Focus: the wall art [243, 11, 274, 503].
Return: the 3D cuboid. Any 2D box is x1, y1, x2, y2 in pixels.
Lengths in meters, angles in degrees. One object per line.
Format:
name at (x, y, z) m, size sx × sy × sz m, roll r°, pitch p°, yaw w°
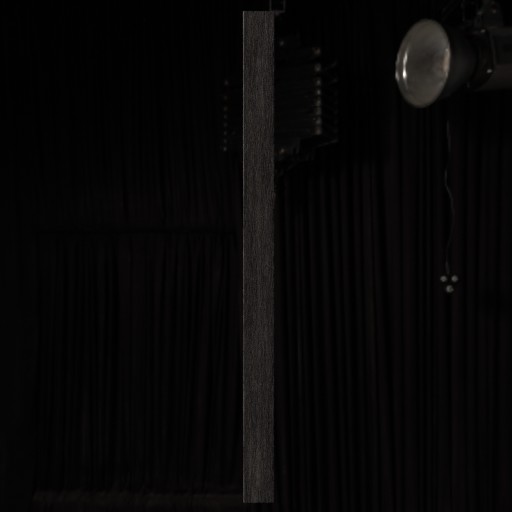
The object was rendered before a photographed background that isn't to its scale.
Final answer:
wall art at (0.000, 0.000, 1.297) m, size 0.063 × 1.016 × 0.762 m, roll 0°, pitch 1°, yaw -1°
